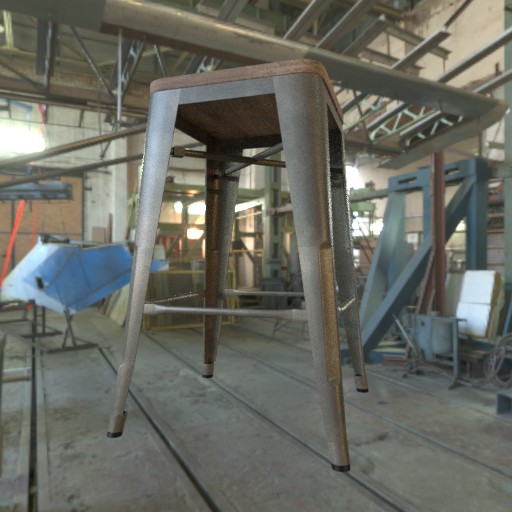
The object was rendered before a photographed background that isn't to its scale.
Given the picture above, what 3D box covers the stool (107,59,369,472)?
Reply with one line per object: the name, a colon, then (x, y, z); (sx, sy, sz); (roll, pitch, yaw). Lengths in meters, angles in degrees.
stool: (0.000, 0.000, 0.875); (0.407, 0.607, 0.407); (0, 0, 18)
